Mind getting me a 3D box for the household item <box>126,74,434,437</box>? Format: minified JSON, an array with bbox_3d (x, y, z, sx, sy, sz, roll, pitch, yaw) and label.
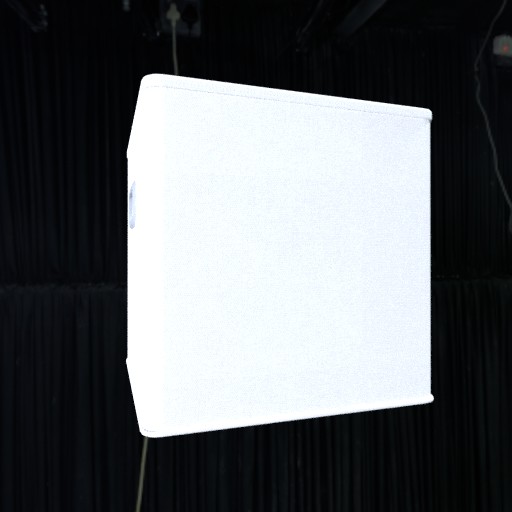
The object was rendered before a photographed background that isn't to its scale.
[{"bbox_3d":[0.000,0.000,0.558,0.305,0.305,0.305,0,0,-19],"label":"household item"}]
